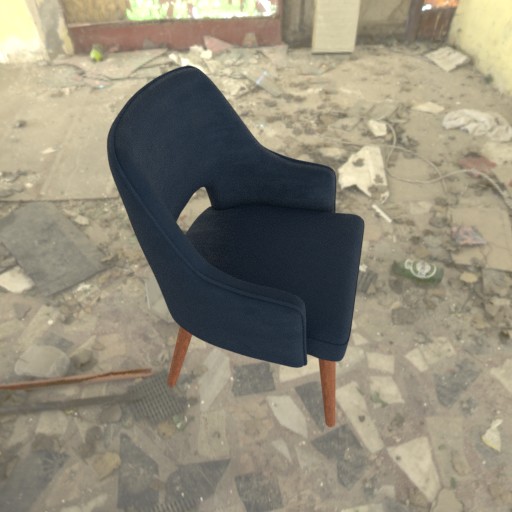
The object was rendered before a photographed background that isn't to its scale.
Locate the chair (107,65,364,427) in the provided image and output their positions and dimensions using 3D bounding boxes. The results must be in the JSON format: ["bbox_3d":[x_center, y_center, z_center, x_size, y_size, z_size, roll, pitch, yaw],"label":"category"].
[{"bbox_3d":[0.000,0.000,1.204,0.591,0.844,0.559,10,46,10],"label":"chair"}]
